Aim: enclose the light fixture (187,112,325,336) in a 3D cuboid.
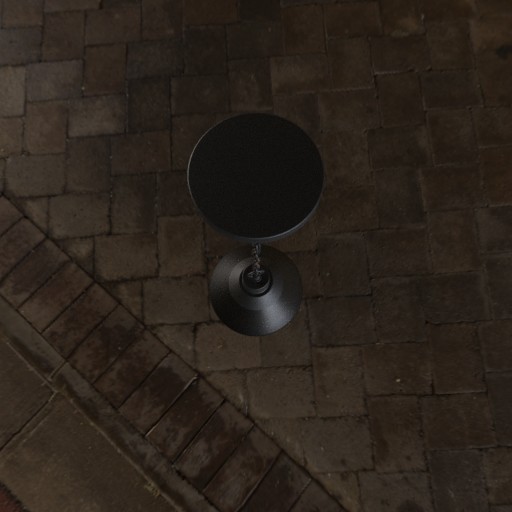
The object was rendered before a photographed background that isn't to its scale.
[{"bbox_3d":[0.000,0.000,0.671,0.201,0.588,0.201,-16,76,-4],"label":"light fixture"}]
